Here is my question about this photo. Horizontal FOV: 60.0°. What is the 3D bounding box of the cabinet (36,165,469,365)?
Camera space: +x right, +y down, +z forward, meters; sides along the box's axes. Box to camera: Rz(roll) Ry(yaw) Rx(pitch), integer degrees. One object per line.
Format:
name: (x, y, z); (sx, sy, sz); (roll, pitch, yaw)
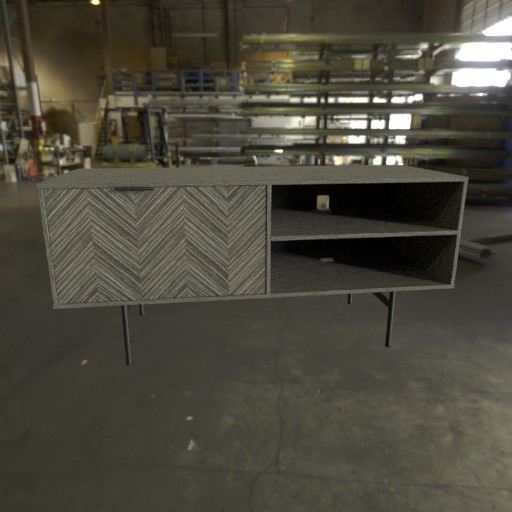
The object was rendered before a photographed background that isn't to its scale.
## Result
cabinet: (0.000, 0.000, 1.618); (1.300, 0.599, 0.500); (-2, 16, -8)
